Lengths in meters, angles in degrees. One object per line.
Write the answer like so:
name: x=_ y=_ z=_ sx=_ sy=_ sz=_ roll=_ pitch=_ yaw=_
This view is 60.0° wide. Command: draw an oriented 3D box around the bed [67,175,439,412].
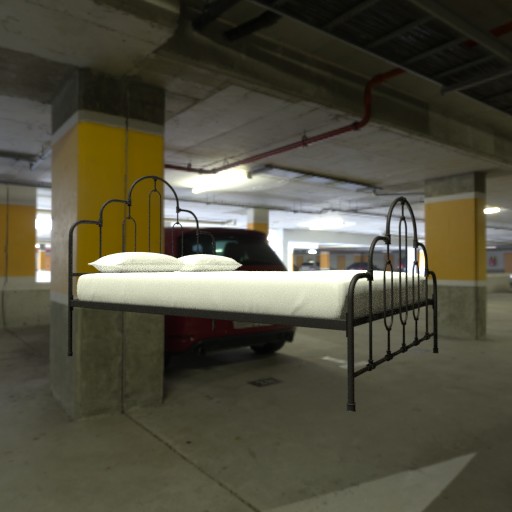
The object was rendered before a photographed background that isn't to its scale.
bed: x=0.000 y=0.000 z=3.233 sx=2.163 sy=1.429 sz=1.640 roll=-1 pitch=-2 yaw=35
